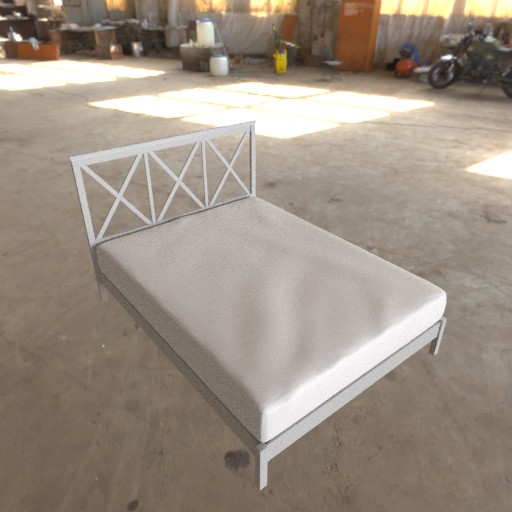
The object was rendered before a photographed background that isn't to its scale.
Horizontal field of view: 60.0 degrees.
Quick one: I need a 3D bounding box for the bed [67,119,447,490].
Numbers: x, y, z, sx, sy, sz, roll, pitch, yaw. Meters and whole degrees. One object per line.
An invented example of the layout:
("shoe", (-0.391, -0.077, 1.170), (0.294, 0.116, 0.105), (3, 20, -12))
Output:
("bed", (0.000, 0.000, 3.148), (1.673, 1.253, 2.135), (-22, 37, -32))
